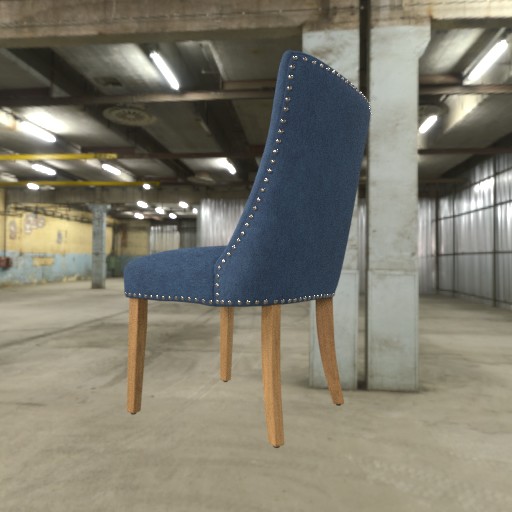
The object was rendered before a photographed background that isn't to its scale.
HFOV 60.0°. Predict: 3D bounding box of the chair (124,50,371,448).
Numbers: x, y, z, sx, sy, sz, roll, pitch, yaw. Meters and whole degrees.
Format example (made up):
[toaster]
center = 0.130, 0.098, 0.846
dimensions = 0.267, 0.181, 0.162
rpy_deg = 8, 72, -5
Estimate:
[chair]
center = 0.000, 0.000, 1.290
dimensions = 0.610, 0.902, 0.495
rpy_deg = -1, -2, 34
